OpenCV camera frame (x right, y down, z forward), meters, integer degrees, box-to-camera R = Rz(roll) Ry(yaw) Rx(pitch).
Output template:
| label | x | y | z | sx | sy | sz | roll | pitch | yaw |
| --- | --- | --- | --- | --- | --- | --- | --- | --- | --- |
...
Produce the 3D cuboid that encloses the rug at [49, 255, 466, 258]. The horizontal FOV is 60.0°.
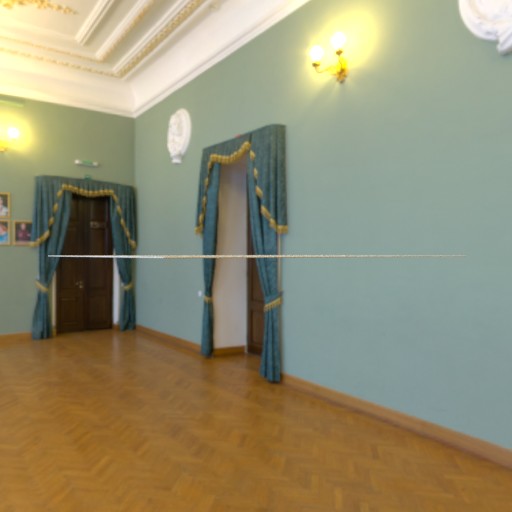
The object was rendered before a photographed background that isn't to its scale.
| label | x | y | z | sx | sy | sz | roll | pitch | yaw |
| --- | --- | --- | --- | --- | --- | --- | --- | --- | --- |
| rug | 0.000 | 0.000 | 4.117 | 3.045 | 0.008 | 2.421 | 0 | 0 | -38 |
